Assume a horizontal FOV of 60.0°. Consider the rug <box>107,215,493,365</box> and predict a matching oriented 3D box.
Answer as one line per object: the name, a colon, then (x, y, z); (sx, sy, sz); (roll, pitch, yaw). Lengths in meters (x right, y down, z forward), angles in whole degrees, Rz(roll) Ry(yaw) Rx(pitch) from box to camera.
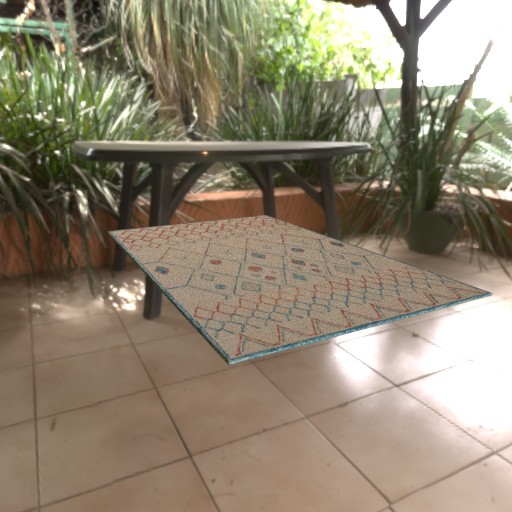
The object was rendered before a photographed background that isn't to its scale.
rug: (0.000, 0.000, 3.012); (1.524, 0.015, 2.438); (-8, 18, -27)
